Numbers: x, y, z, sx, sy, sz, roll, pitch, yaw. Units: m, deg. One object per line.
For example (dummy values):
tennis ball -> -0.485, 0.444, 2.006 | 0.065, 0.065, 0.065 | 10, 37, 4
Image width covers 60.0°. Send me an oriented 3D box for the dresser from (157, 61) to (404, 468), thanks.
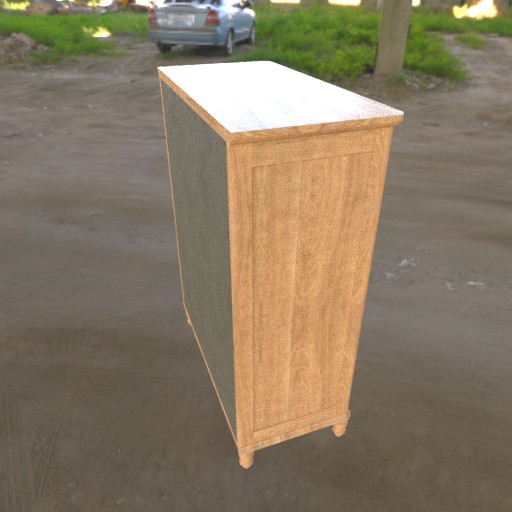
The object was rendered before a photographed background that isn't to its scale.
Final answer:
dresser -> 0.000, 0.000, 1.804 | 0.484, 1.318, 0.973 | -11, 33, -17
